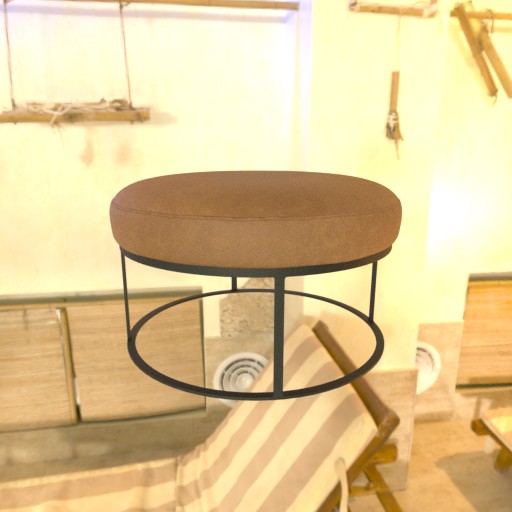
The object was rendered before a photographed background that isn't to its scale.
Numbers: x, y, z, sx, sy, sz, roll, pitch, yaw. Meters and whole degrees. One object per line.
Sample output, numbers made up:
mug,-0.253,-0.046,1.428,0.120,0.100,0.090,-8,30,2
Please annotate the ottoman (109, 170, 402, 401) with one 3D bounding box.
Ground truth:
ottoman,0.000,0.000,1.261,0.771,0.460,0.771,0,15,0
